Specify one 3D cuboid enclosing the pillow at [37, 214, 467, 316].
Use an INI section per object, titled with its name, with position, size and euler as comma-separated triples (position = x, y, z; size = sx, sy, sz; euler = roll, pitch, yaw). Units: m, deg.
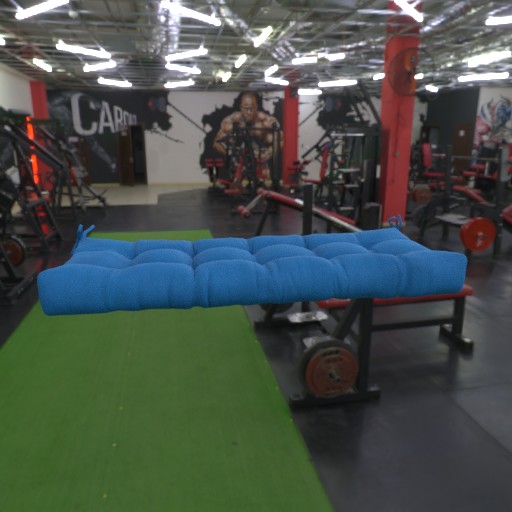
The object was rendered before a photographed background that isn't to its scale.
[pillow]
position = 0.000, 0.000, 1.372
size = 1.194, 0.174, 0.511
euler = -2, 15, -8
